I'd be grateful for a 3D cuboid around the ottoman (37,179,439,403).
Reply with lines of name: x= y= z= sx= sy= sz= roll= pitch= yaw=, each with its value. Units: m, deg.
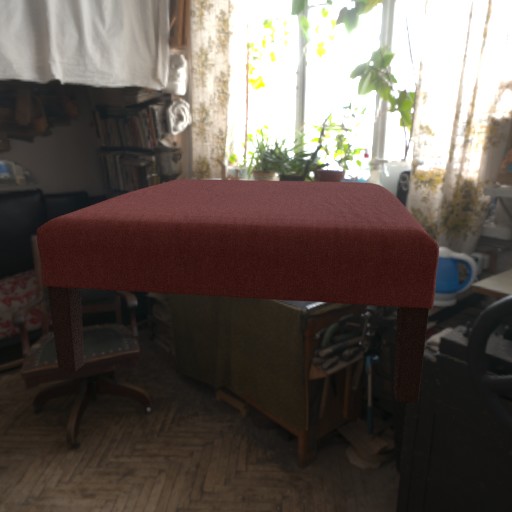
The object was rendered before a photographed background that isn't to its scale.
ottoman: x=0.000 y=0.000 z=1.408 sx=0.889 sy=0.411 sz=0.890 roll=3 pitch=16 yaw=9
